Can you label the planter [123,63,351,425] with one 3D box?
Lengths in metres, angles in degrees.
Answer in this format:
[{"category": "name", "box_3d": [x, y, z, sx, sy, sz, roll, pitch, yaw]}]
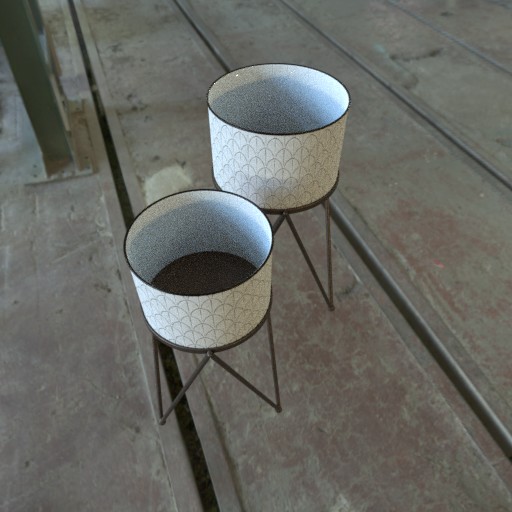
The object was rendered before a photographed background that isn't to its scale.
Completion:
[{"category": "planter", "box_3d": [0.000, 0.000, 1.161, 0.413, 0.712, 0.769, 18, 50, 16]}]
